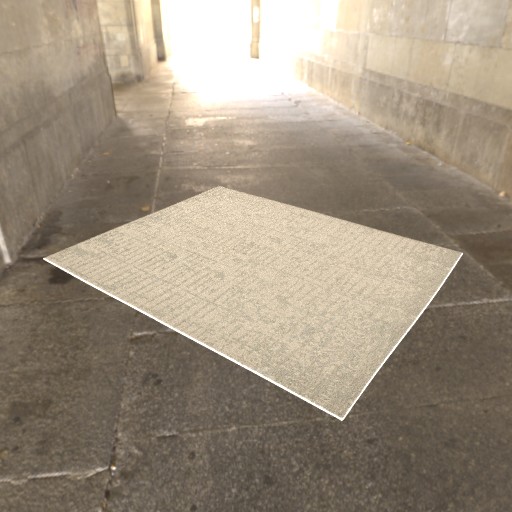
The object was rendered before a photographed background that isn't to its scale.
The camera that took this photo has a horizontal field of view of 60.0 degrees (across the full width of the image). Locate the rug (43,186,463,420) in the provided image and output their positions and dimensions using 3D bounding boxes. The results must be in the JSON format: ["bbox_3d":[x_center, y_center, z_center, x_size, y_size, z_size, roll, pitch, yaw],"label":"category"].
[{"bbox_3d":[0.000,0.000,4.108,3.061,0.014,2.447,20,34,32],"label":"rug"}]
